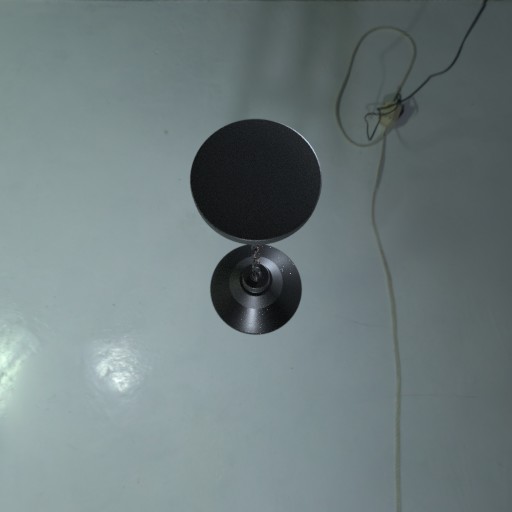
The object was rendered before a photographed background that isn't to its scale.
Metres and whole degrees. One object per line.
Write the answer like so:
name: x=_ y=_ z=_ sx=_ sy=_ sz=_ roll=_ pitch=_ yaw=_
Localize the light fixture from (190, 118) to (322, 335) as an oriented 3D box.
light fixture: x=0.000 y=0.000 z=0.687 sx=0.201 sy=0.588 sz=0.201 roll=-4 pitch=76 yaw=-1
